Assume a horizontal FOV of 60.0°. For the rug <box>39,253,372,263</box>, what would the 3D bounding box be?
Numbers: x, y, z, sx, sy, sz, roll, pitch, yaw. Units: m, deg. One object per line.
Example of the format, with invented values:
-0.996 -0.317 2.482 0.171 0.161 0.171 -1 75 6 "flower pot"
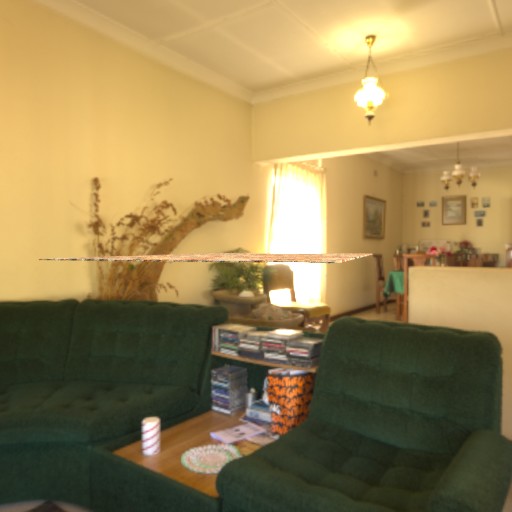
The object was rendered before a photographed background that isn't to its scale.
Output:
0.000 0.000 3.266 1.523 0.010 2.584 0 1 18 "rug"
